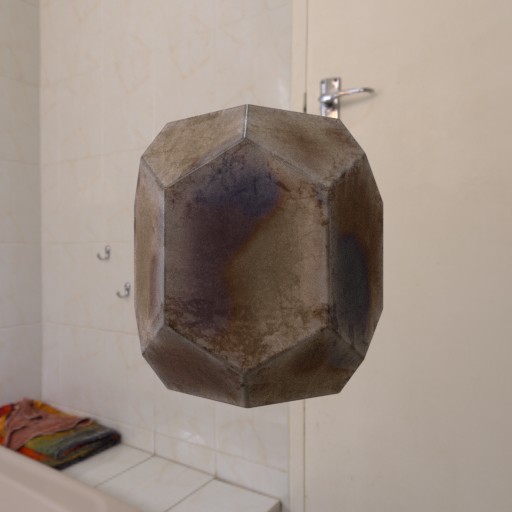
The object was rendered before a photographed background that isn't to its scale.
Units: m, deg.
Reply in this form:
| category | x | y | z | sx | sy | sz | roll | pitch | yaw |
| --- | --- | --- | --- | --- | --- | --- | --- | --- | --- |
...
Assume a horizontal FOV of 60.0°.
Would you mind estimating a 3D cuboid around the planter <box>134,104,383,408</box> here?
| category | x | y | z | sx | sy | sz | roll | pitch | yaw |
| --- | --- | --- | --- | --- | --- | --- | --- | --- | --- |
| planter | 0.000 | 0.000 | 0.432 | 0.221 | 0.238 | 0.243 | 0 | 0 | 34 |
